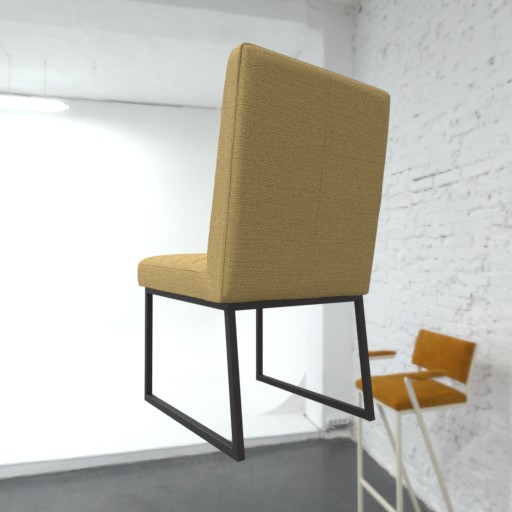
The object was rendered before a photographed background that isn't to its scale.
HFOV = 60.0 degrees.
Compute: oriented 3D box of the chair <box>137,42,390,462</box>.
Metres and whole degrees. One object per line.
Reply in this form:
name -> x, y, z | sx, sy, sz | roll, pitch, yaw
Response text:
chair -> 0.000, 0.000, 1.335 | 0.520, 0.930, 0.634 | 1, -2, -35
